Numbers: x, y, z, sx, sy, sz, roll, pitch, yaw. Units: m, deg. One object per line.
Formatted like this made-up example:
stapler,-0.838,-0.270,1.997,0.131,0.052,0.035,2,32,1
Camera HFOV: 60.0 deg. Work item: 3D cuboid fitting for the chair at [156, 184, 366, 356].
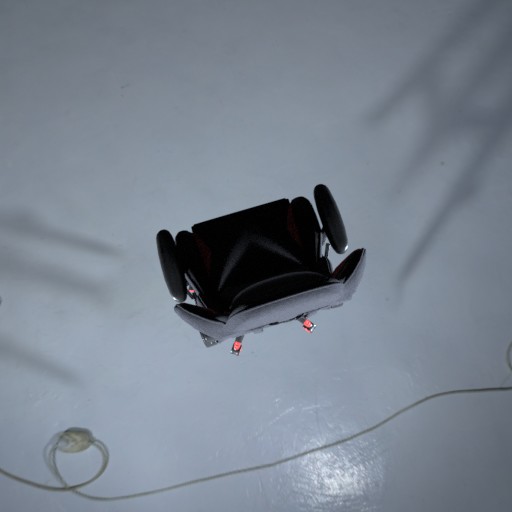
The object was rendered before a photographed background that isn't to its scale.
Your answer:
chair,0.000,0.000,1.683,0.695,1.326,0.658,-17,78,-4
